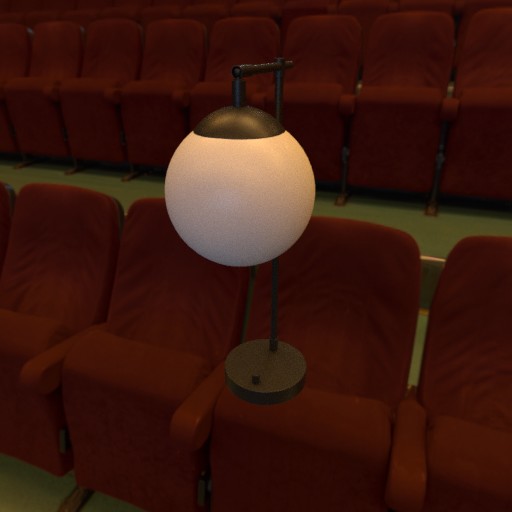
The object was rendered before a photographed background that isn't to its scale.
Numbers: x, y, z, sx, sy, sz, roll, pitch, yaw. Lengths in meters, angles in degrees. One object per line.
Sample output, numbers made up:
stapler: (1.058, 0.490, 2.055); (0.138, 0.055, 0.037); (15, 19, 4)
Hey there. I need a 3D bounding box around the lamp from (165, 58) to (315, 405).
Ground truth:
lamp: (0.000, 0.000, 0.691); (0.197, 0.559, 0.316); (9, 27, 18)
